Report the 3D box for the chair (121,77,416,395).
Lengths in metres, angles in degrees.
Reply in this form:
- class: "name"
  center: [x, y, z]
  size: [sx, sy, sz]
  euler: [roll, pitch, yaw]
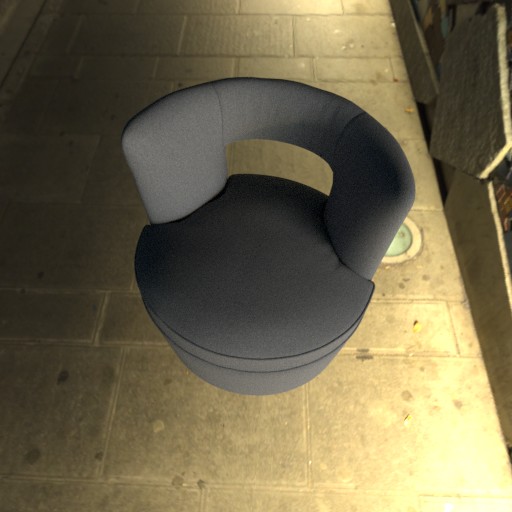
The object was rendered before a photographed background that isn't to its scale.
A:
- class: "chair"
  center: [0.000, 0.000, 1.268]
  size: [0.689, 0.719, 0.660]
  euler: [14, 59, 9]
